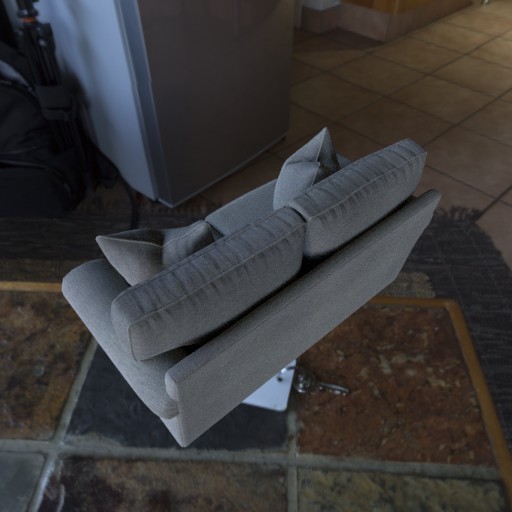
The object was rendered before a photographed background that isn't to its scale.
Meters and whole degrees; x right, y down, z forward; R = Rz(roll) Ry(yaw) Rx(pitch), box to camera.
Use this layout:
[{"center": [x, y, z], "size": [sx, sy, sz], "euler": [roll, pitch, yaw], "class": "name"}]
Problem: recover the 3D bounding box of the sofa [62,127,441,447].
[{"center": [0.000, 0.000, 2.235], "size": [1.701, 0.966, 0.966], "euler": [-32, 54, -27], "class": "sofa"}]
